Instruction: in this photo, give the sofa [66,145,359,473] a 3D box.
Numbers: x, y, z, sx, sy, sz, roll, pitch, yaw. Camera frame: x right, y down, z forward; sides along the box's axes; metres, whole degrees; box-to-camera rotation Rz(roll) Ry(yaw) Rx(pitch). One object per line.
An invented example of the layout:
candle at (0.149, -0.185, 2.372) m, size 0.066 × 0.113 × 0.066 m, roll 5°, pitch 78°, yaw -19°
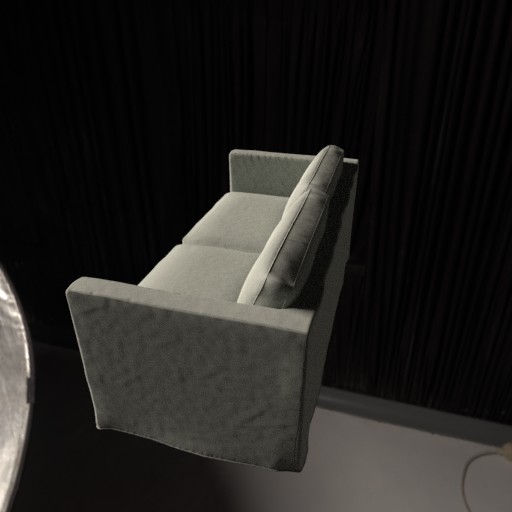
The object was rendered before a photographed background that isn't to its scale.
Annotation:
sofa at (0.000, 0.000, 2.477) m, size 0.940 × 0.870 × 1.987 m, roll 8°, pitch 30°, yaw 14°
